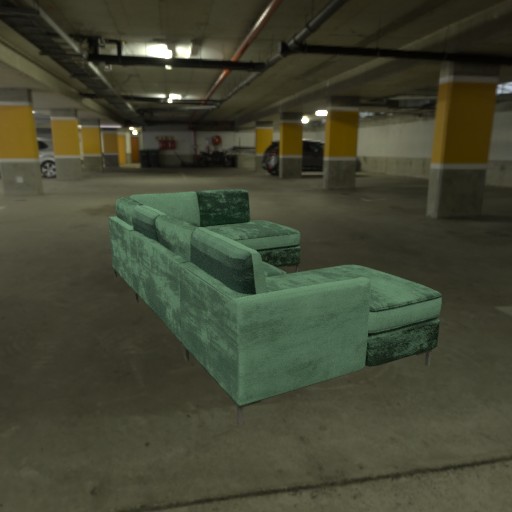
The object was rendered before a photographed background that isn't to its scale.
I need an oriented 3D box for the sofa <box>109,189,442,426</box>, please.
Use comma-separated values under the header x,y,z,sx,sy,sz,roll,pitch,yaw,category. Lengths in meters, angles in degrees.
x,y,z,sx,sy,sz,roll,pitch,yaw,category
0.000,0.000,4.221,2.055,0.992,3.434,-7,15,-28,sofa
